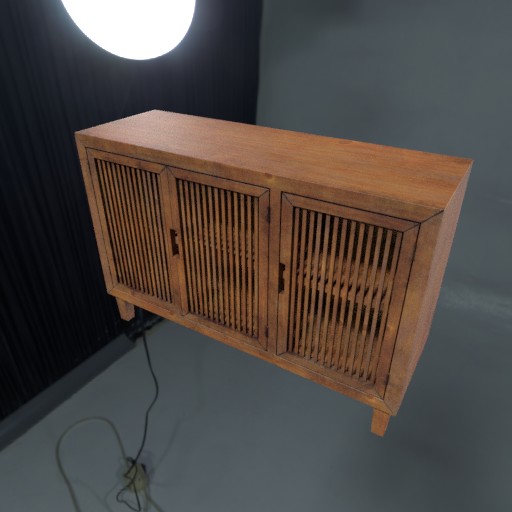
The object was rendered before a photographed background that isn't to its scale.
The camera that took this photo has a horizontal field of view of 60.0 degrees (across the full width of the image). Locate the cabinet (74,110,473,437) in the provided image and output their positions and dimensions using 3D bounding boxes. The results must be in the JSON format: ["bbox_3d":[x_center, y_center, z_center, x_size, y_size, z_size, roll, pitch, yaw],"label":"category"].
[{"bbox_3d":[0.000,0.000,1.587,1.204,0.805,0.403,17,35,27],"label":"cabinet"}]
